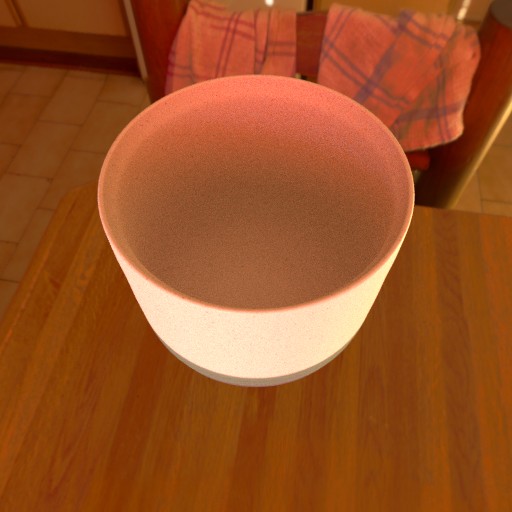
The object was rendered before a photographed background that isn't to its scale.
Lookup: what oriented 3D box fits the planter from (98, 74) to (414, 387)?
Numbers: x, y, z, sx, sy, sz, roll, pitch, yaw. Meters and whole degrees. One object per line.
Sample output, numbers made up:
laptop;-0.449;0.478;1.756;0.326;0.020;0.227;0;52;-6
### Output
planter;0.000;0.000;0.491;0.268;0.270;0.268;0;58;0
